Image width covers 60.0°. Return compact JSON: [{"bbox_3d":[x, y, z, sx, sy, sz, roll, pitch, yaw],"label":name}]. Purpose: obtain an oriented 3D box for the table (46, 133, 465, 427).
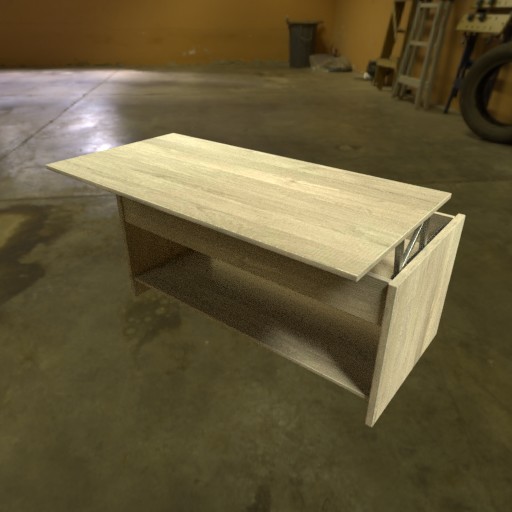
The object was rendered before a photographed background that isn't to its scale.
[{"bbox_3d":[0.000,0.000,1.397,1.000,0.570,0.712,21,35,33],"label":"table"}]
